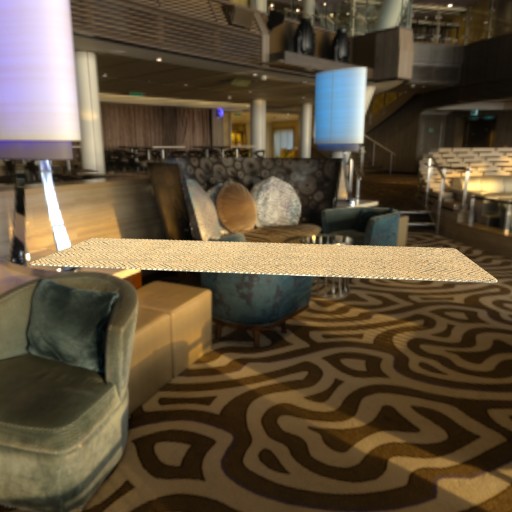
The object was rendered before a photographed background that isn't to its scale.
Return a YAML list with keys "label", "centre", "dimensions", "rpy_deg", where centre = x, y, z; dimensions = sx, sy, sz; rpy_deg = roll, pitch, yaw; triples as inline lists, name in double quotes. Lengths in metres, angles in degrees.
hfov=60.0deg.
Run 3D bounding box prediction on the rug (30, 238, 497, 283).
- label: "rug"
  centre: [0.000, 0.000, 2.456]
  dimensions: [2.286, 0.008, 0.686]
  rpy_deg: [2, 14, 8]
